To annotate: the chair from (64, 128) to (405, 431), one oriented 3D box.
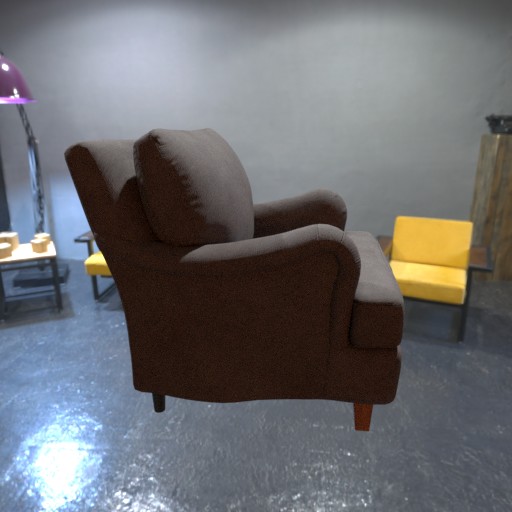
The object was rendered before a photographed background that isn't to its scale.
[{"bbox_3d":[0.000,0.000,1.799,1.070,0.997,0.955,2,16,8],"label":"chair"}]
